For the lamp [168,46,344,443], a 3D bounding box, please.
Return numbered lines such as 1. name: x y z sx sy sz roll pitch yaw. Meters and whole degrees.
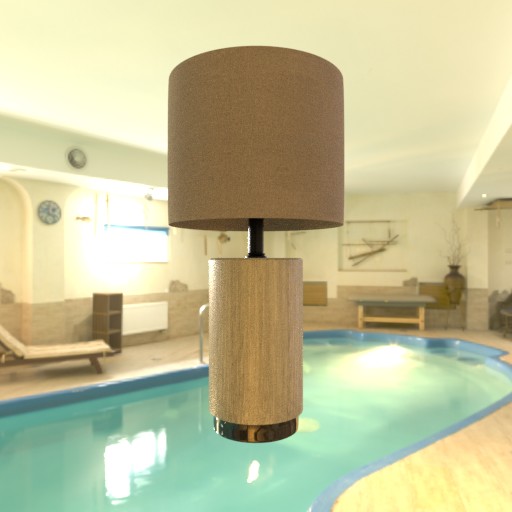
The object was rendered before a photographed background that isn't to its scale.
1. lamp: 0.000 0.000 0.581 0.228 0.444 0.228 0 0 19
